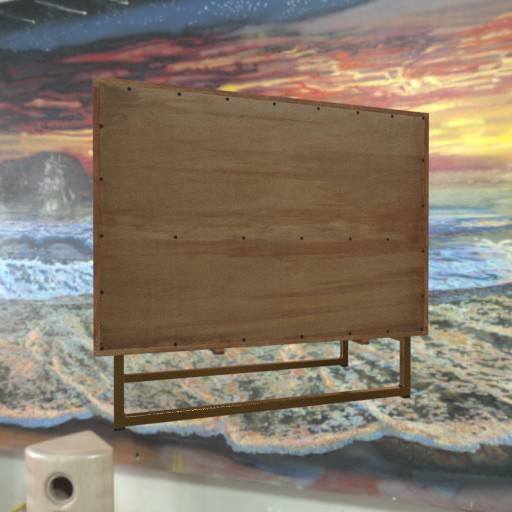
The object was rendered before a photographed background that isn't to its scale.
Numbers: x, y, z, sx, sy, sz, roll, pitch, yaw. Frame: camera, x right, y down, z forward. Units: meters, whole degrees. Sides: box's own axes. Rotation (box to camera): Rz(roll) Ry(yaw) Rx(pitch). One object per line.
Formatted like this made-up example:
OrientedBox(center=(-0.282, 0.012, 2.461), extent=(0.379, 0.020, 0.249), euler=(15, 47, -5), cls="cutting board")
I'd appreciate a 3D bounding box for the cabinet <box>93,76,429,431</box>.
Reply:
OrientedBox(center=(0.000, 0.000, 1.410), extent=(0.950, 0.860, 0.451), euler=(0, 1, -17), cls="cabinet")
